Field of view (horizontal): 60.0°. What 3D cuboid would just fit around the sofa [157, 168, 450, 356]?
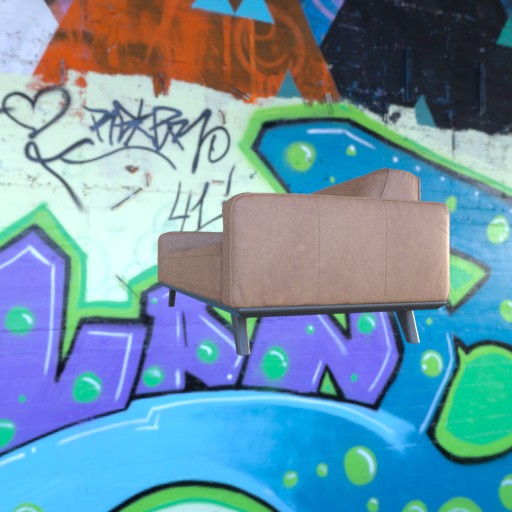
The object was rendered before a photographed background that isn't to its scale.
[{"bbox_3d":[0.000,0.000,2.718,0.953,0.780,2.270,0,-1,-19],"label":"sofa"}]
